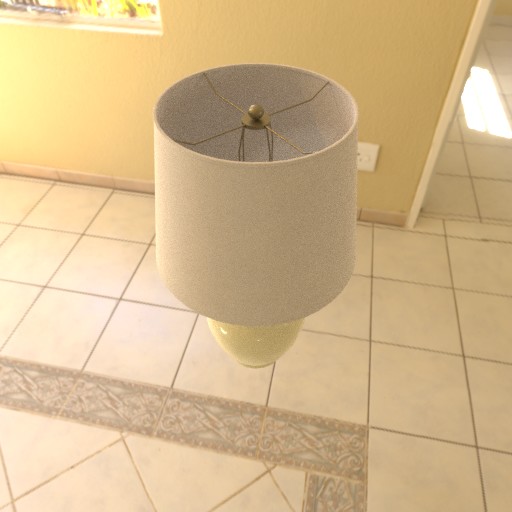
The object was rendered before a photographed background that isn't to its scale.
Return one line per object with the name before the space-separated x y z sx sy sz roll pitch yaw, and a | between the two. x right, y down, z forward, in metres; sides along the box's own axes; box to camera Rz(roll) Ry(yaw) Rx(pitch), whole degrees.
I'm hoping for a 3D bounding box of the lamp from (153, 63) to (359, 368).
lamp | 0.000 0.000 0.552 0.239 0.399 0.239 0 46 0
